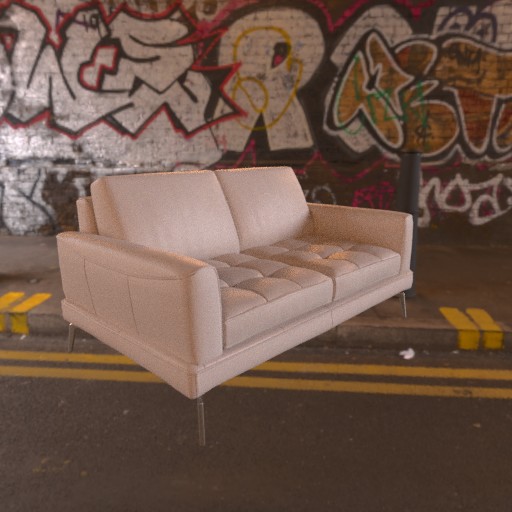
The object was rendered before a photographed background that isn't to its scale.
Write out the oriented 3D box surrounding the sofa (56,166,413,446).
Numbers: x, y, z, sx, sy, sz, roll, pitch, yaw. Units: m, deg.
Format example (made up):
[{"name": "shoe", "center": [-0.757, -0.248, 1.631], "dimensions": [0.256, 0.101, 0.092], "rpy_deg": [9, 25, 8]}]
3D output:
[{"name": "sofa", "center": [0.000, 0.000, 2.495], "dimensions": [1.121, 0.930, 1.819], "rpy_deg": [13, 19, 42]}]
